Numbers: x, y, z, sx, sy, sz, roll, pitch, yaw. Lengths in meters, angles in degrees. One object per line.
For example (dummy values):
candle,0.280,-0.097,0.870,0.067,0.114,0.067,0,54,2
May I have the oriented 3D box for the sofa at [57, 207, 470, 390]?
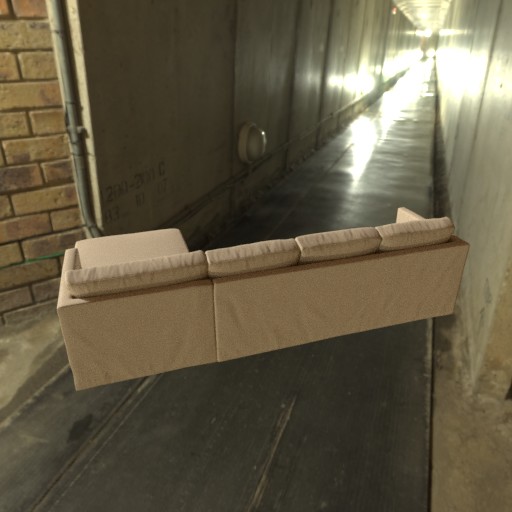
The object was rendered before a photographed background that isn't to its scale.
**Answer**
sofa,0.000,0.000,4.001,3.206,0.871,1.622,-8,28,-16
